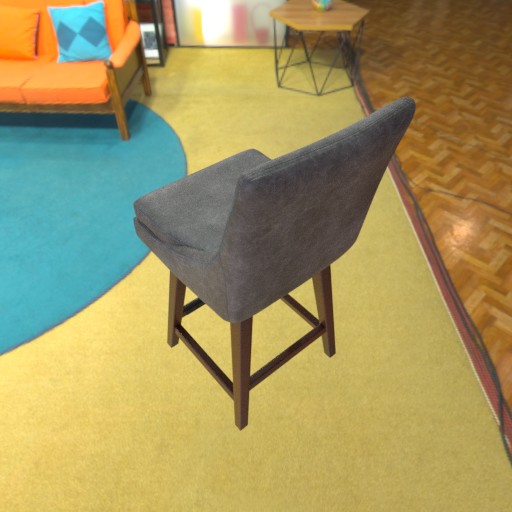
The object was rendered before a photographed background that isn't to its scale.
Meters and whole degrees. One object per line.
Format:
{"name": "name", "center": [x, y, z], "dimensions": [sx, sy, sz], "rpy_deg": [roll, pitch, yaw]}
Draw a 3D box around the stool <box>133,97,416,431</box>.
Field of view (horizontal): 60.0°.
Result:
{"name": "stool", "center": [0.000, 0.000, 1.339], "dimensions": [0.492, 1.046, 0.587], "rpy_deg": [-31, 52, -27]}
